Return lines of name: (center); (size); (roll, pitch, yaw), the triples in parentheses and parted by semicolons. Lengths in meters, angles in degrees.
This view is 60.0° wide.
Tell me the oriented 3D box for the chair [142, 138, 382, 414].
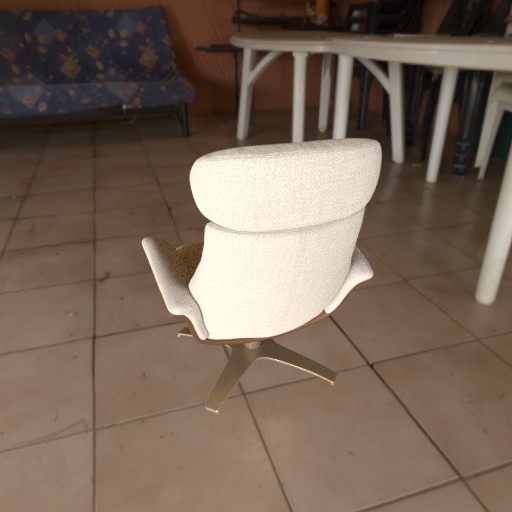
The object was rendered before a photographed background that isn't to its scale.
chair: (0.000, 0.000, 1.648); (0.785, 0.995, 0.837); (-9, 29, -17)
